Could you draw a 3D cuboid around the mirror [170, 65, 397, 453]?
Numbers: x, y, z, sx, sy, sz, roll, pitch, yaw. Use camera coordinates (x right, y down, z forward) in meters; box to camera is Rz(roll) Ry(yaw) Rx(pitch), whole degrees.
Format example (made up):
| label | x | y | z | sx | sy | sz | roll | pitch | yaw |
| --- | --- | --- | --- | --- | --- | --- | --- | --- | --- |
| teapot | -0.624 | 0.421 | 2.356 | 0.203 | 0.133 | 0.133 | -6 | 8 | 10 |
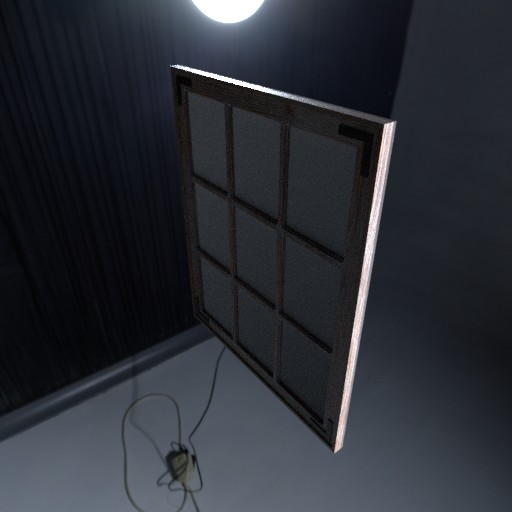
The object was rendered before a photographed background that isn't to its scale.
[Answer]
| label | x | y | z | sx | sy | sz | roll | pitch | yaw |
| --- | --- | --- | --- | --- | --- | --- | --- | --- | --- |
| mirror | 0.000 | 0.000 | 1.214 | 0.032 | 0.882 | 0.730 | -22 | 38 | -31 |
